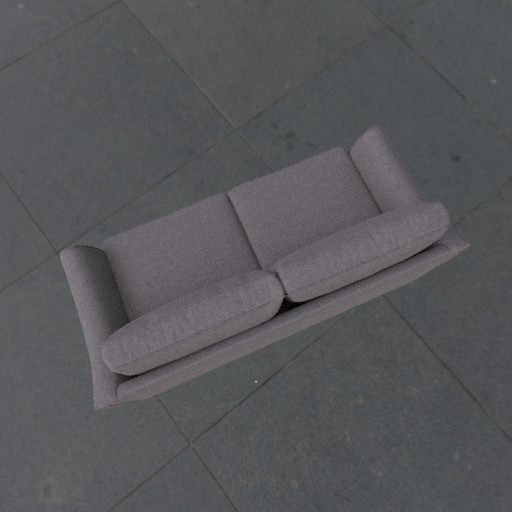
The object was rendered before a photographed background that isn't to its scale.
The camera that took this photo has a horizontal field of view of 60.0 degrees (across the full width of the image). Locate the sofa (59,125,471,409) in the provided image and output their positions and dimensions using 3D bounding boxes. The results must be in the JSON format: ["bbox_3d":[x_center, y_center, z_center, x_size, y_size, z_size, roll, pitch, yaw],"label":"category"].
[{"bbox_3d":[0.000,0.000,2.754,2.203,0.976,1.013,-23,75,-6],"label":"sofa"}]
